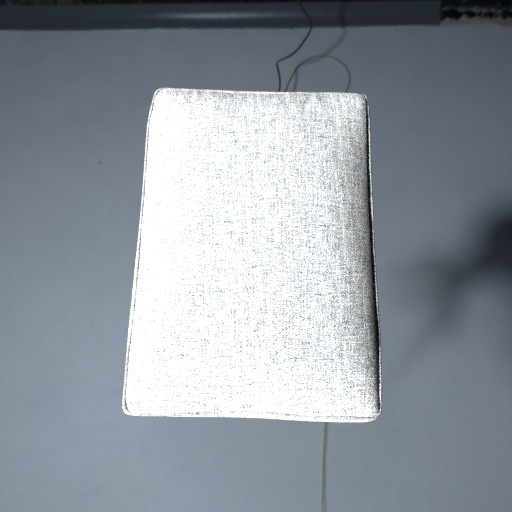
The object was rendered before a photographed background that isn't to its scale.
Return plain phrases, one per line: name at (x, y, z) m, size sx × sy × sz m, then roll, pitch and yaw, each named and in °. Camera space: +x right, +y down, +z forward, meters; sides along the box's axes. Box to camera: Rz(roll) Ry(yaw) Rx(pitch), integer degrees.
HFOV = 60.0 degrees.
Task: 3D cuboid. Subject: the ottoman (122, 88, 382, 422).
ottoman at (0.000, 0.000, 1.010) m, size 0.508 × 0.406 × 0.686 m, roll 1°, pitch 75°, yaw 0°
